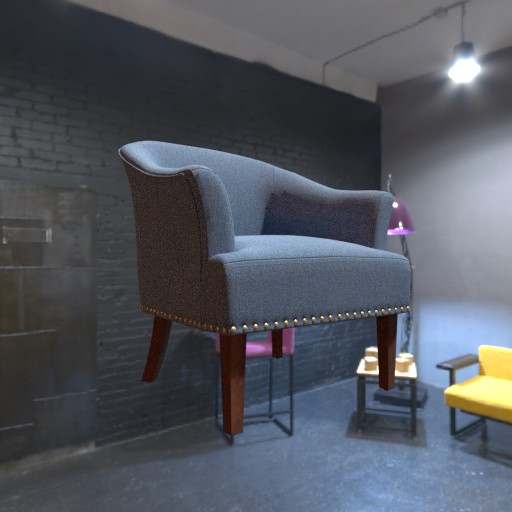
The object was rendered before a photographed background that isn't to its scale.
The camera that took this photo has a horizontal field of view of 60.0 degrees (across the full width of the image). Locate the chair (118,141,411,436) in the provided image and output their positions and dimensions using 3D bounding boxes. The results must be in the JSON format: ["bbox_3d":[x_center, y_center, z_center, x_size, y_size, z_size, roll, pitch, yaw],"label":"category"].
[{"bbox_3d":[0.000,0.000,1.424,0.772,0.815,0.704,0,0,-37],"label":"chair"}]
